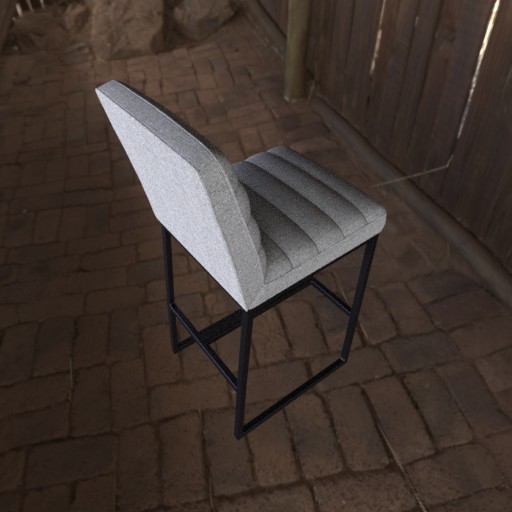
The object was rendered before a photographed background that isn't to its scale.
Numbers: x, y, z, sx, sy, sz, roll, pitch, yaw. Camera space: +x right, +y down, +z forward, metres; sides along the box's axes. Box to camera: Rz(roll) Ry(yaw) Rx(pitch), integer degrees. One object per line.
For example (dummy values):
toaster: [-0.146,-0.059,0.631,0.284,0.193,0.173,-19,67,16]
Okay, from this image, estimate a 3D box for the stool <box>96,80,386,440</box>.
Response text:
stool: [0.000,0.000,1.315,0.571,1.034,0.459,-27,48,-26]
